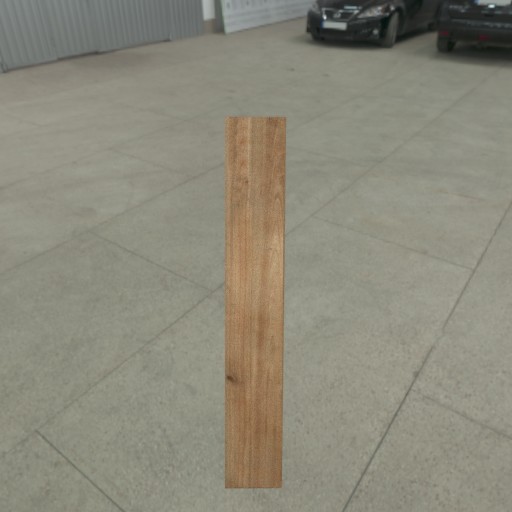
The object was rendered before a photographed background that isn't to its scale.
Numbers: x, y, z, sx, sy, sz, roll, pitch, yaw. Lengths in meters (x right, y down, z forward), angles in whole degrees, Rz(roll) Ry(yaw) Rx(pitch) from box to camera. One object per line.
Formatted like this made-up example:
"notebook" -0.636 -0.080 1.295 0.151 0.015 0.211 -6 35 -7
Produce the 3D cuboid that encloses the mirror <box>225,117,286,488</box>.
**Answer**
"mirror" 0.000 0.000 0.875 0.100 0.548 0.631 0 35 1
